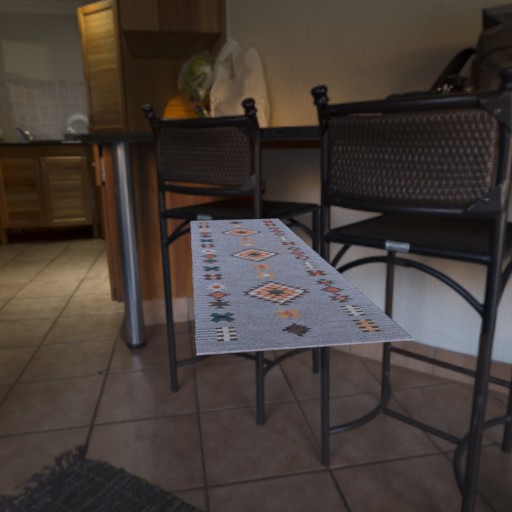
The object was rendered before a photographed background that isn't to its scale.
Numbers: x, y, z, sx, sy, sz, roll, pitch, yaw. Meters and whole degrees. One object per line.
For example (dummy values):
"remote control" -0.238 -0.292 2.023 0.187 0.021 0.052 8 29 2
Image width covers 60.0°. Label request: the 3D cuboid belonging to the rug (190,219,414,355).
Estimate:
"rug" 0.000 0.000 2.673 0.766 0.008 2.432 -2 15 -8
